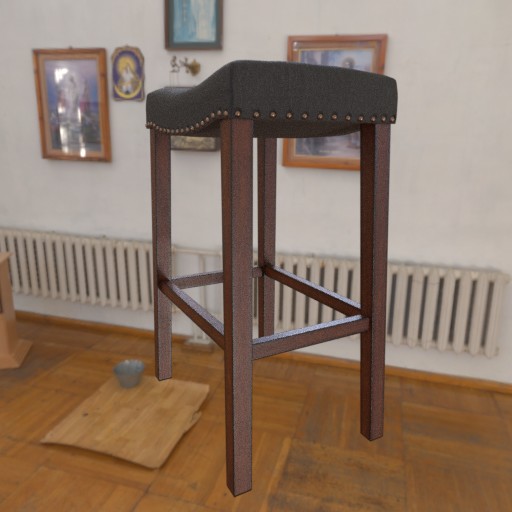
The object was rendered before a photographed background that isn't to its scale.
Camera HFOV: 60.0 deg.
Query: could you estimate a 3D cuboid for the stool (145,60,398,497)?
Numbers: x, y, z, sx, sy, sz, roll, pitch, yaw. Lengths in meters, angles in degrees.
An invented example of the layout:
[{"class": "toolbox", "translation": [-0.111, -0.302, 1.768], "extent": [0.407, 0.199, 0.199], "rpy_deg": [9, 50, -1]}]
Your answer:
[{"class": "stool", "translation": [0.000, 0.000, 1.016], "extent": [0.366, 0.760, 0.502], "rpy_deg": [-7, 16, -28]}]
